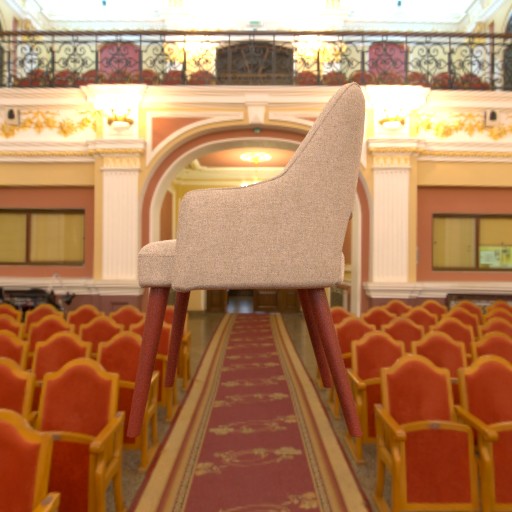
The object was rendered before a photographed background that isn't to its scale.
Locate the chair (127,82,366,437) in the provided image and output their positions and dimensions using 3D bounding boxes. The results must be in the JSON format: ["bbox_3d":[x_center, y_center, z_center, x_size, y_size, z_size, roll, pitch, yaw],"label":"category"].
[{"bbox_3d":[0.000,0.000,1.255,0.605,0.849,0.548,0,-1,0],"label":"chair"}]
